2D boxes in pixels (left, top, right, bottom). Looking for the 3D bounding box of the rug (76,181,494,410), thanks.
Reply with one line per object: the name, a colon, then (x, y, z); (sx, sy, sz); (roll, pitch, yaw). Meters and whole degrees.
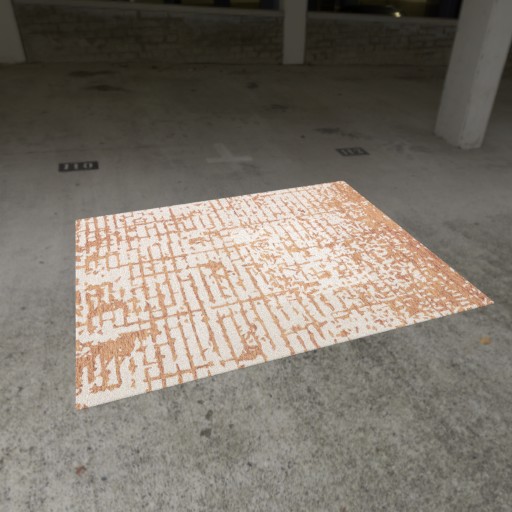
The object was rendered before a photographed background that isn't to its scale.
rug: (0.000, 0.000, 3.962); (3.050, 0.011, 2.441); (-11, 35, -16)
